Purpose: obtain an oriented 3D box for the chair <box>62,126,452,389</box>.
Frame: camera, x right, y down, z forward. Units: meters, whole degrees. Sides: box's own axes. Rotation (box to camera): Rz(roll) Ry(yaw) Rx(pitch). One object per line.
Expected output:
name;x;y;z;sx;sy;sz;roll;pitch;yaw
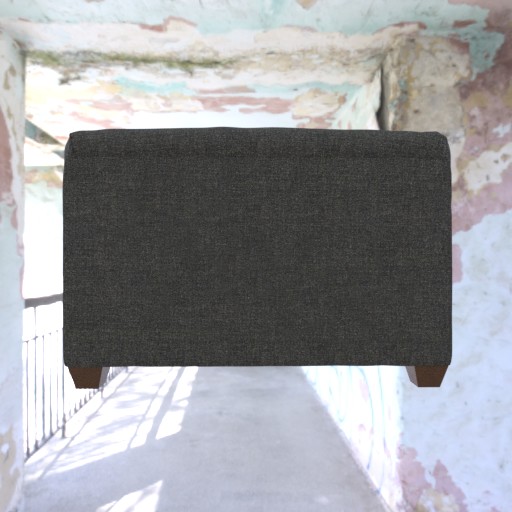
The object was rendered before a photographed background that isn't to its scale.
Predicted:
chair;0.000;0.000;2.030;1.383;0.948;1.000;0;0;-1
